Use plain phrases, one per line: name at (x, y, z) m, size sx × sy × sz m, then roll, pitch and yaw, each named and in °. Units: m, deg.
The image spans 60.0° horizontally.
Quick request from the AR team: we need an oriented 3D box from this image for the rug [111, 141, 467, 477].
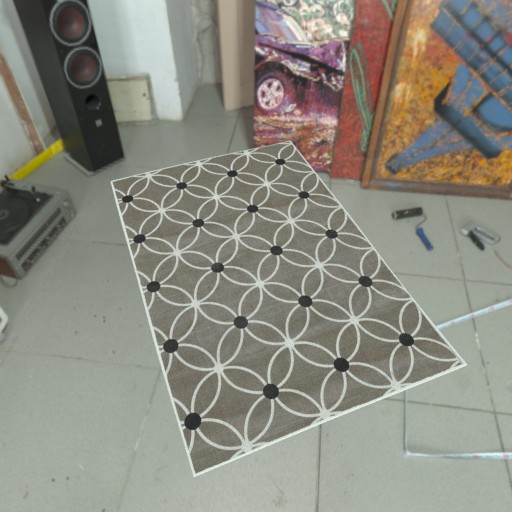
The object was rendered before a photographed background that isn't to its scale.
rug at (0.000, 0.000, 2.884) m, size 1.522 × 0.008 × 2.284 m, roll -16°, pitch 50°, yaw -14°
